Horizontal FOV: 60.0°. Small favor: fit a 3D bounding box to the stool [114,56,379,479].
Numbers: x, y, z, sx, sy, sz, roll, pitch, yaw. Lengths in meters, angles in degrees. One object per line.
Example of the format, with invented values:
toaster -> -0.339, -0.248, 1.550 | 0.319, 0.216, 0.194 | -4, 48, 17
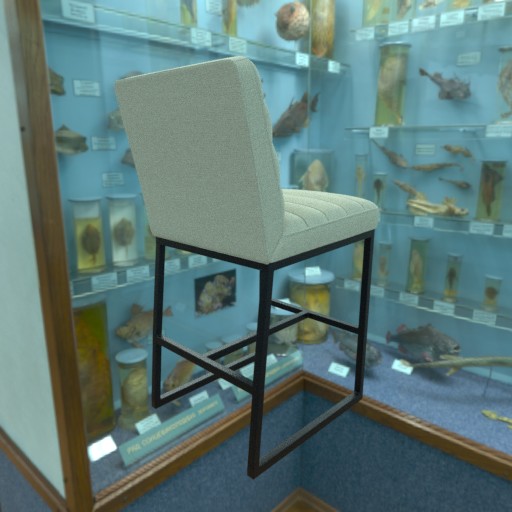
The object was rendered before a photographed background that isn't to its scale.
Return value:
stool -> 0.000, 0.000, 1.249 | 0.460, 0.940, 0.560 | 13, 19, 43
